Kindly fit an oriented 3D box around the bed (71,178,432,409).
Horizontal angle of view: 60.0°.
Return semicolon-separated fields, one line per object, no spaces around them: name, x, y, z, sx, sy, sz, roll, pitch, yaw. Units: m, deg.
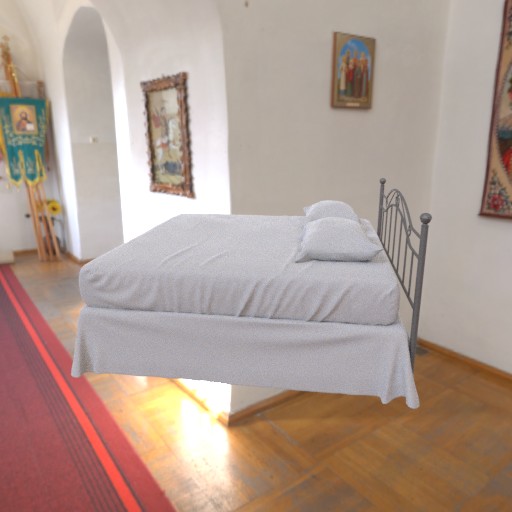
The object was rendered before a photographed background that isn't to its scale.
bed;0.000;0.000;3.544;2.220;1.080;2.309;2;15;9
